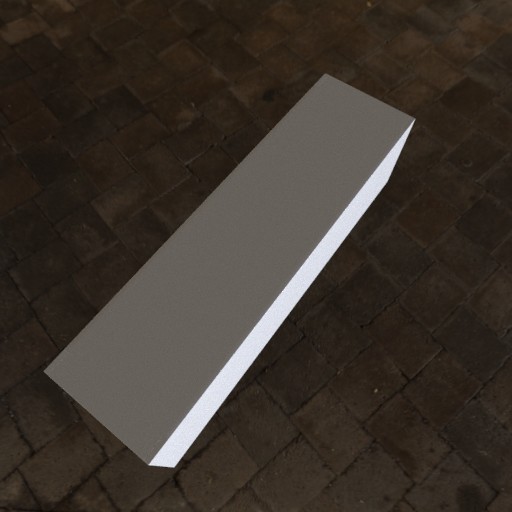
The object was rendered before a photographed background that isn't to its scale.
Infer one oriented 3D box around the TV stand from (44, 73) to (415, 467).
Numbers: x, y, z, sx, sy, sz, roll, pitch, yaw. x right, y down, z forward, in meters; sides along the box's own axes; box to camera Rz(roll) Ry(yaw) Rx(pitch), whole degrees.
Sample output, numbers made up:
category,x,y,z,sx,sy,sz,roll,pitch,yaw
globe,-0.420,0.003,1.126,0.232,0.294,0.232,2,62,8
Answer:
category,x,y,z,sx,sy,sz,roll,pitch,yaw
TV stand,0.000,0.000,1.687,0.410,0.440,1.500,34,68,15
